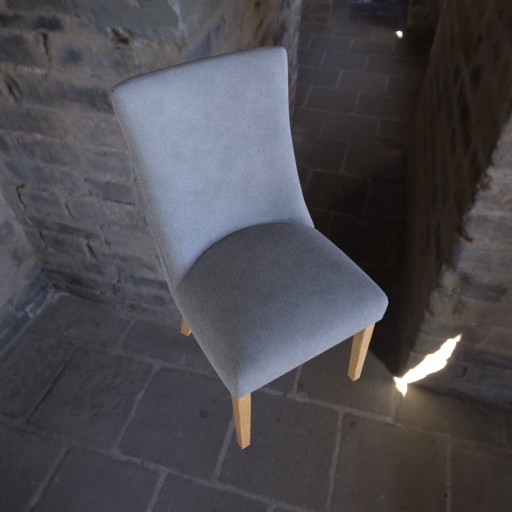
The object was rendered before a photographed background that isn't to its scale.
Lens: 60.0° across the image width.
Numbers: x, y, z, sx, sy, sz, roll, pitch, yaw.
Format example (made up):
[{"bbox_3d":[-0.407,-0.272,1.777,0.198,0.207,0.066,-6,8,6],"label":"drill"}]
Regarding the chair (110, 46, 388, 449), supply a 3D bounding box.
[{"bbox_3d":[0.000,0.000,1.246,0.495,0.902,0.610,-24,50,-21],"label":"chair"}]
